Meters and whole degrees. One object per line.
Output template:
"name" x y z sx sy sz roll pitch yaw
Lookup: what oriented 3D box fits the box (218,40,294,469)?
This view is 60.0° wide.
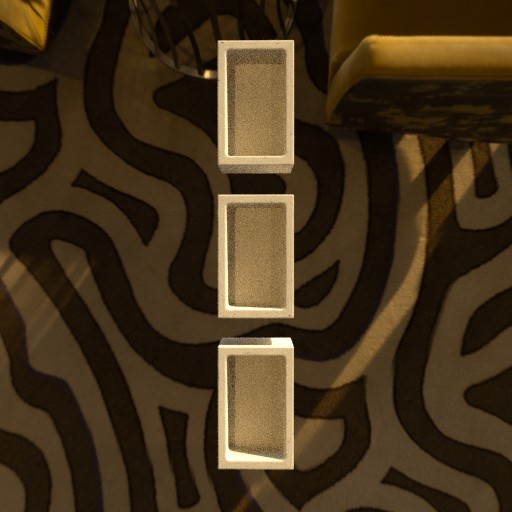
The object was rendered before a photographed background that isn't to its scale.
"box" 0.000 0.000 0.501 0.082 0.051 0.461 0 91 1
